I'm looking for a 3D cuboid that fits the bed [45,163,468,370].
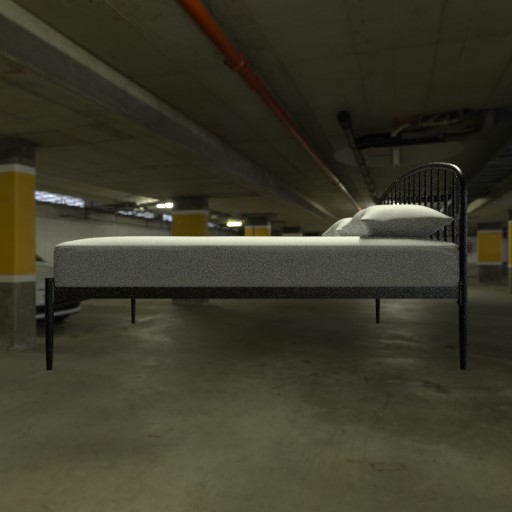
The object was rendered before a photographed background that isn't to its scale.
[{"bbox_3d":[0.000,0.000,3.055,2.159,1.166,1.618,0,0,0],"label":"bed"}]
